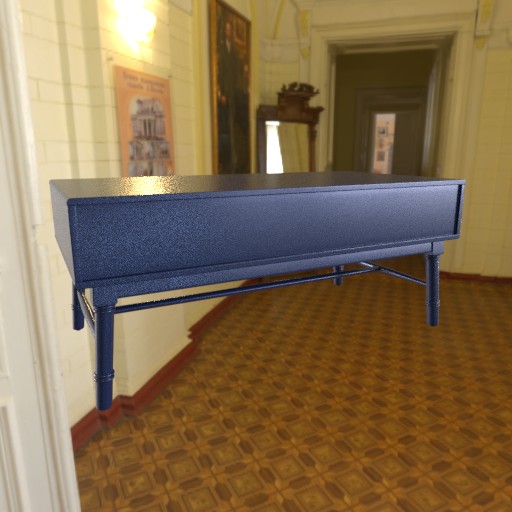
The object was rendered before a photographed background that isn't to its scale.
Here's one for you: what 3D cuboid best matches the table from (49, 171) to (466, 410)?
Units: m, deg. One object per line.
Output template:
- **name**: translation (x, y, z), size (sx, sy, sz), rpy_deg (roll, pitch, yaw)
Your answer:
- **table**: translation (0.000, 0.000, 1.337), size (1.067, 0.457, 0.572), rpy_deg (-7, 15, -27)
